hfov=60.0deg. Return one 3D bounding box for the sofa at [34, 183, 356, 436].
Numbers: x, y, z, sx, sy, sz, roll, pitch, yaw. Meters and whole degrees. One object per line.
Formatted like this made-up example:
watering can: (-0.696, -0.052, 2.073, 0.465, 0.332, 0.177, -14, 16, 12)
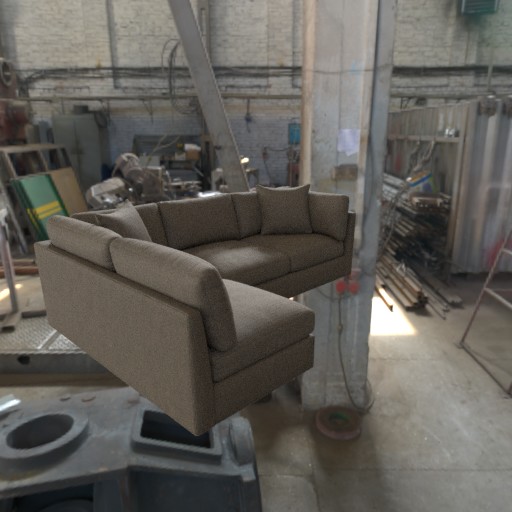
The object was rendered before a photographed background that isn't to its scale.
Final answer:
sofa: (0.000, 0.000, 3.787, 1.994, 0.978, 2.896, 15, 22, 43)
